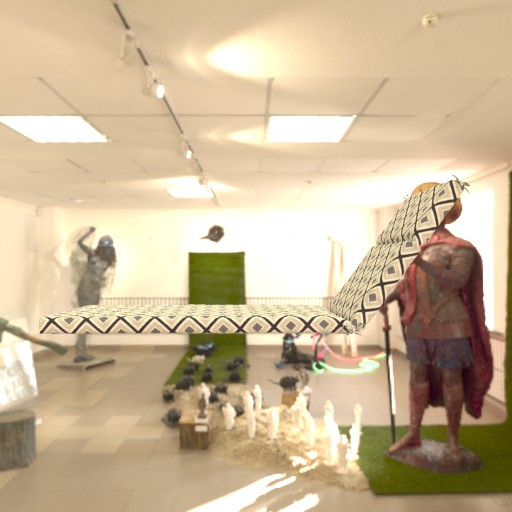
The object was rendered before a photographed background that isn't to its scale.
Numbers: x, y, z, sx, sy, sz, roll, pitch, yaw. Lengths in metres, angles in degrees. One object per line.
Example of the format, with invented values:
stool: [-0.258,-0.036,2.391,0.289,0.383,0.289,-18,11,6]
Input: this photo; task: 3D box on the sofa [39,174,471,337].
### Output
sofa: [0.000,0.000,1.948,1.663,0.622,0.582,0,-1,-1]
